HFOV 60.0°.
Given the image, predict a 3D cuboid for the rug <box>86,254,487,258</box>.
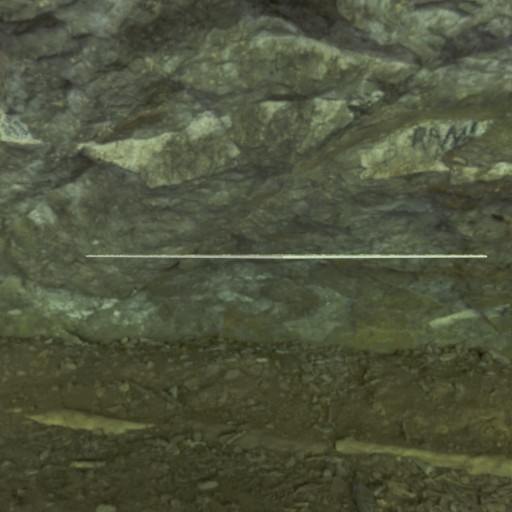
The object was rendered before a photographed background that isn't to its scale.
[{"bbox_3d":[0.000,0.000,2.336,1.206,0.012,1.824,0,0,-38],"label":"rug"}]
